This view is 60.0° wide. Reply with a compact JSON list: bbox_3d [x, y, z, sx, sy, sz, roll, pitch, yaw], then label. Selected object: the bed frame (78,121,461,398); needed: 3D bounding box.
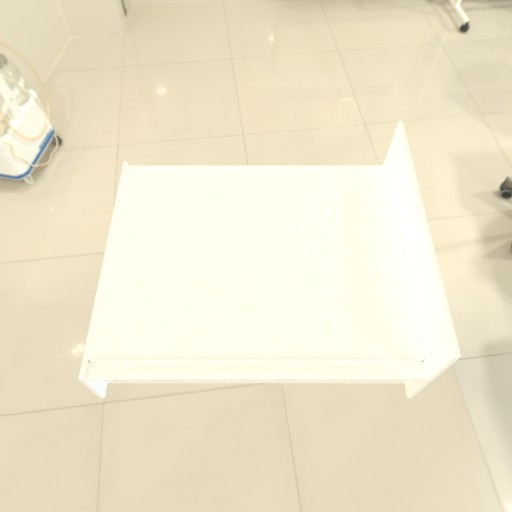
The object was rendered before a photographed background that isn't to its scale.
[{"bbox_3d":[0.000,0.000,2.881,1.960,0.800,1.622,0,59,0],"label":"bed frame"}]
